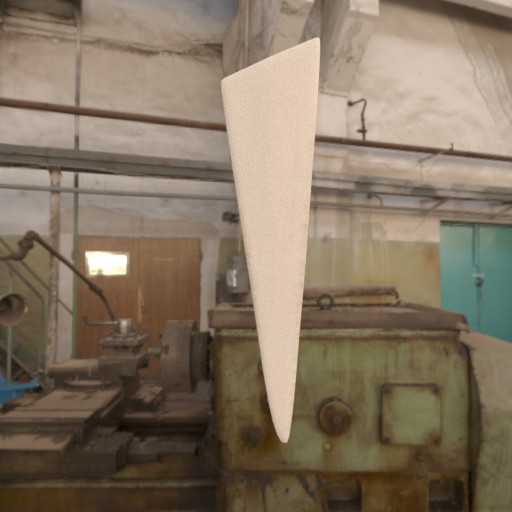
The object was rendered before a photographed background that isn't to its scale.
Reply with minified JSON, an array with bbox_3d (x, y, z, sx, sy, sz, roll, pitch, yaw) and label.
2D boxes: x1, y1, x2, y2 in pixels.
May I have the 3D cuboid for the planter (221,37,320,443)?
[{"bbox_3d":[0.000,0.000,0.398,0.065,0.338,0.143,1,-2,-18],"label":"planter"}]
